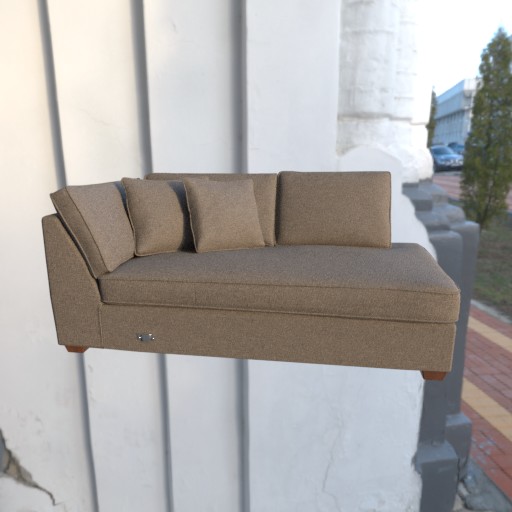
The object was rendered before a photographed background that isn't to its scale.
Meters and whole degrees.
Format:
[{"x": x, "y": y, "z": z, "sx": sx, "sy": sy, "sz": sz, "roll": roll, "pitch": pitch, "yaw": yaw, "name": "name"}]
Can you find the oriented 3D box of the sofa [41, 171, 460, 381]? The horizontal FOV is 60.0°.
[{"x": 0.000, "y": 0.000, "z": 2.820, "sx": 2.237, "sy": 1.033, "sz": 1.110, "roll": 2, "pitch": 14, "yaw": 8, "name": "sofa"}]
